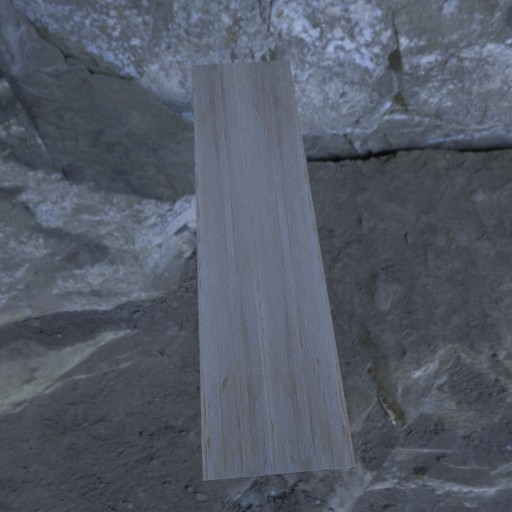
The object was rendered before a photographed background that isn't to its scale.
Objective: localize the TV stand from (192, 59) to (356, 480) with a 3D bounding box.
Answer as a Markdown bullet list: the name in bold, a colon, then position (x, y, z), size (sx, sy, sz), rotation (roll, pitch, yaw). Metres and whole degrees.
- **TV stand**: position (0.000, 0.000, 1.810), size (0.420, 0.550, 1.600), rotation (-4, 64, -2)
